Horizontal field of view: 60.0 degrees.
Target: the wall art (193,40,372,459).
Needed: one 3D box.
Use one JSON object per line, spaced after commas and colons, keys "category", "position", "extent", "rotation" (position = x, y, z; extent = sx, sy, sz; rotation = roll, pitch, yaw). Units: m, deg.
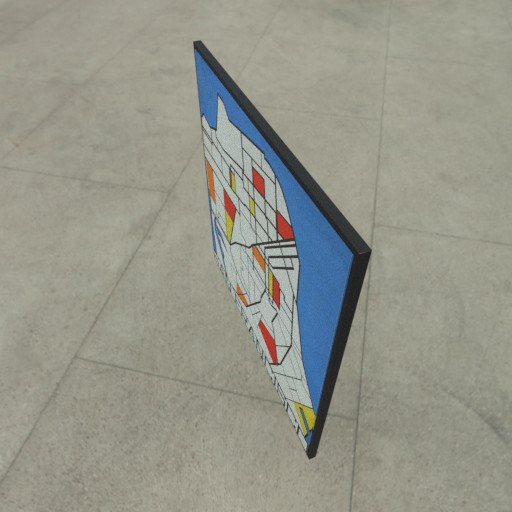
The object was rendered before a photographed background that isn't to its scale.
{"category": "wall art", "position": [0.000, 0.000, 0.662], "extent": [0.013, 0.457, 0.458], "rotation": [-16, 49, -15]}
